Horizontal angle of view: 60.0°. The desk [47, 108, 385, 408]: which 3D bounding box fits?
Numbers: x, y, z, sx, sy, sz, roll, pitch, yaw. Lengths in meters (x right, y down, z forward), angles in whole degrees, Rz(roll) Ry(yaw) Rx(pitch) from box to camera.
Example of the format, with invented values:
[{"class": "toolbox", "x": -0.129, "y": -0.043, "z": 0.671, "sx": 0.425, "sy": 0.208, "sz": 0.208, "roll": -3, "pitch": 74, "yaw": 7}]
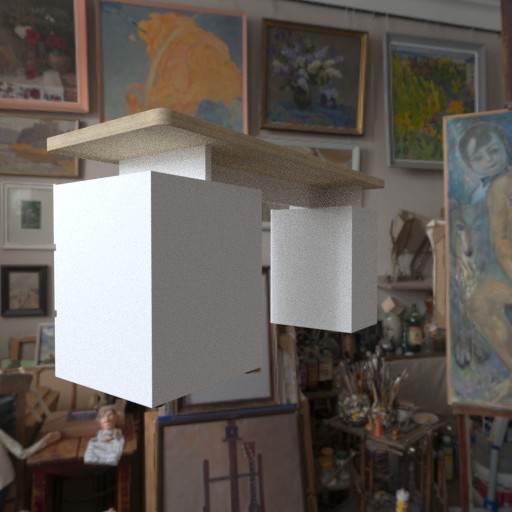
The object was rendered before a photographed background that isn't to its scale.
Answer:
[{"class": "desk", "x": 0.000, "y": 0.000, "z": 1.839, "sx": 0.550, "sy": 0.755, "sz": 1.500, "roll": 1, "pitch": 2, "yaw": 36}]
